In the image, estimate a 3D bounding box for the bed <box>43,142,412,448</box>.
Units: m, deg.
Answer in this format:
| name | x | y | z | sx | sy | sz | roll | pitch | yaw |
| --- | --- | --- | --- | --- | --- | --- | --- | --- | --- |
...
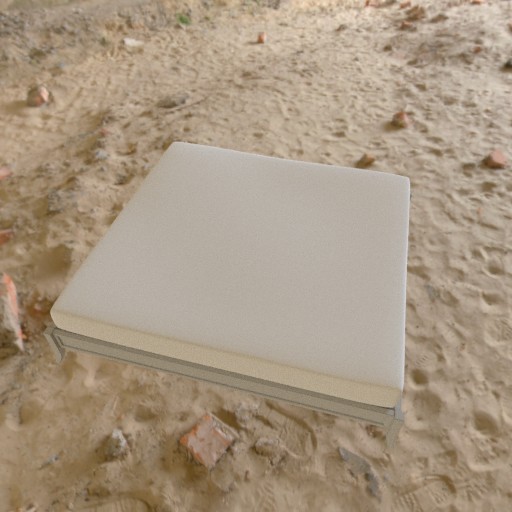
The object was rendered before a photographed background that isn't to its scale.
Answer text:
| name | x | y | z | sx | sy | sz | roll | pitch | yaw |
| --- | --- | --- | --- | --- | --- | --- | --- | --- | --- |
| bed | 0.000 | 0.000 | 3.132 | 2.108 | 0.510 | 2.007 | 11 | 46 | 10 |
